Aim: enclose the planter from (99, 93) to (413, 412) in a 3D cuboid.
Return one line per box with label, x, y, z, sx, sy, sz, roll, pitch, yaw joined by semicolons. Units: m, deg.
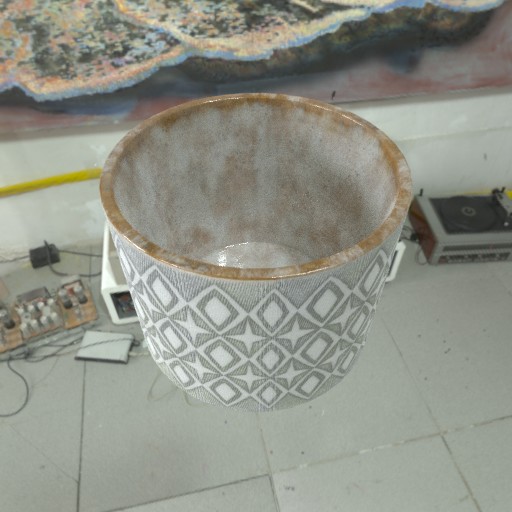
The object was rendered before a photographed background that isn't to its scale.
planter;0.000;0.000;0.449;0.255;0.223;0.255;0;46;0
